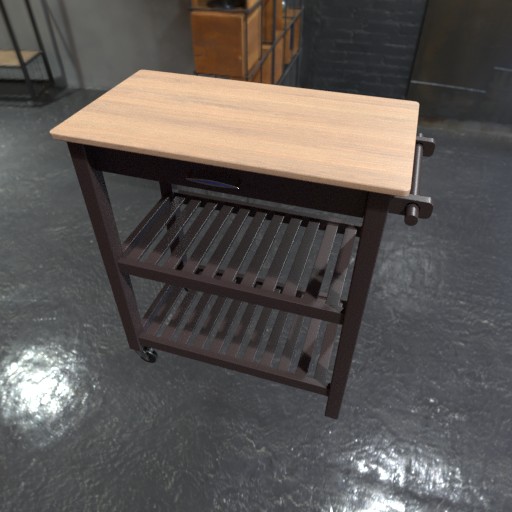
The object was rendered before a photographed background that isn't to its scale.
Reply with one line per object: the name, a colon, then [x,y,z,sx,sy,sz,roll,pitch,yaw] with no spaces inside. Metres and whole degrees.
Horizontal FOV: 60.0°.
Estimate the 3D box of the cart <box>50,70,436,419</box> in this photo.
cart: [0.000,0.000,1.422,0.899,0.927,0.457,12,43,13]
